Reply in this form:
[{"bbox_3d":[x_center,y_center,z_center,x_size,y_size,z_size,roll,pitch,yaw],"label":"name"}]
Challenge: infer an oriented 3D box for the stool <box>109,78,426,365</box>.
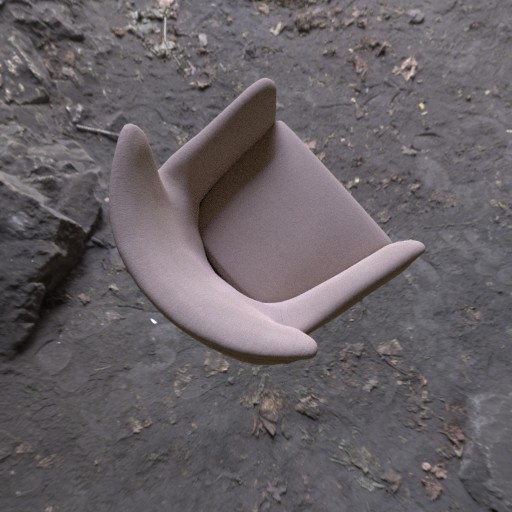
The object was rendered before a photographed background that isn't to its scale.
[{"bbox_3d":[0.000,0.000,1.325,0.570,0.951,0.601,-38,79,-8],"label":"stool"}]
